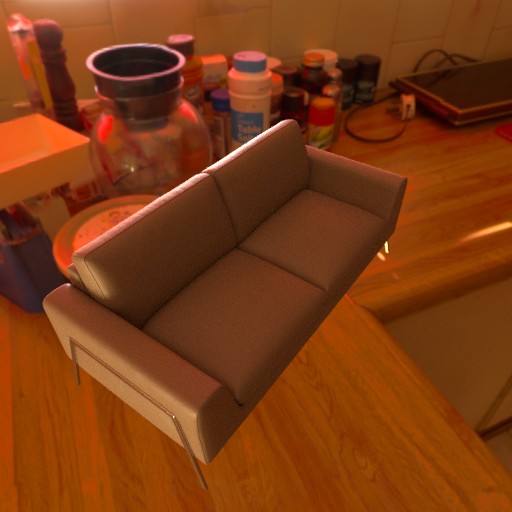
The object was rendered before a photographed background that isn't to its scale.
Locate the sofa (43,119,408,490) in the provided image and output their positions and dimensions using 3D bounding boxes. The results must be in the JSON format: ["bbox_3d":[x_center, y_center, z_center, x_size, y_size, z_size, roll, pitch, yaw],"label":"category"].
[{"bbox_3d":[0.000,0.000,2.501,0.953,0.875,2.017,26,47,26],"label":"sofa"}]
